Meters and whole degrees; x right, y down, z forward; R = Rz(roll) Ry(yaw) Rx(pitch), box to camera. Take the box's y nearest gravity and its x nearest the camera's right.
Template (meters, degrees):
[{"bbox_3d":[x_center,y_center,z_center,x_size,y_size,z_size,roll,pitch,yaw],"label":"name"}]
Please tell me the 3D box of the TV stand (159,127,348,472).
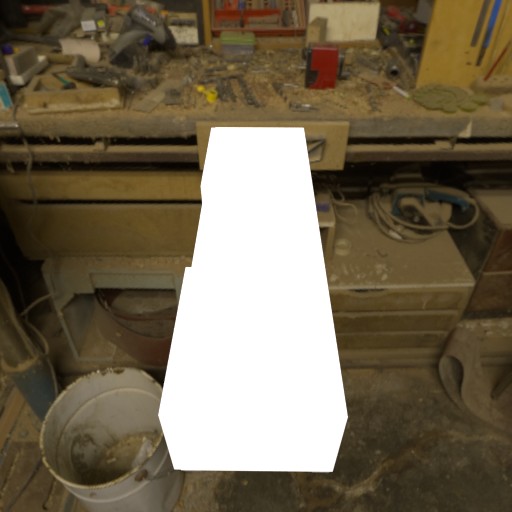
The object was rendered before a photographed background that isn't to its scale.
[{"bbox_3d":[0.000,0.000,1.604,0.420,0.310,1.400,0,42,0],"label":"TV stand"}]
